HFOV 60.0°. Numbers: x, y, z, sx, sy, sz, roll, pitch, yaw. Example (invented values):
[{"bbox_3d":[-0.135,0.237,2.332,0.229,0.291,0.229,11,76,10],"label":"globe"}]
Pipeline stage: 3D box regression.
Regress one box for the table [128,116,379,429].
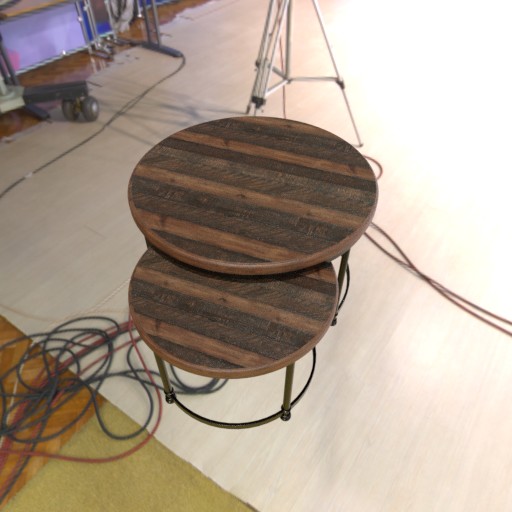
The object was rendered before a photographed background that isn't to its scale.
[{"bbox_3d":[0.000,0.000,1.643,0.870,0.516,1.152,-3,46,-3],"label":"table"}]
